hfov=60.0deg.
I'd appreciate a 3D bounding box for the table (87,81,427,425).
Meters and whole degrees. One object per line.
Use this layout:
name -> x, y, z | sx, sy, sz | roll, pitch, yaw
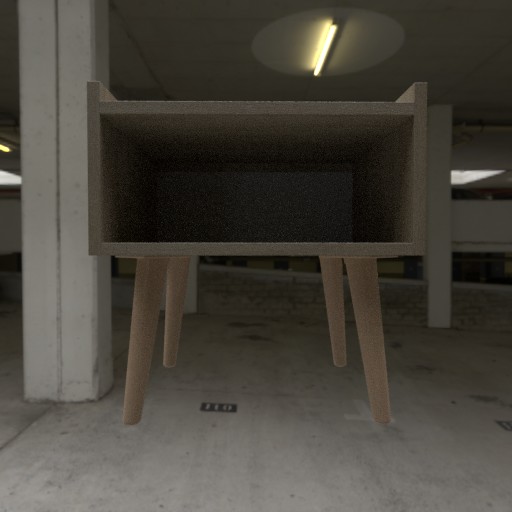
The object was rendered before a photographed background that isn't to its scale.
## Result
table -> 0.000, 0.000, 0.777 | 0.450, 0.470, 0.370 | 0, 2, -1
